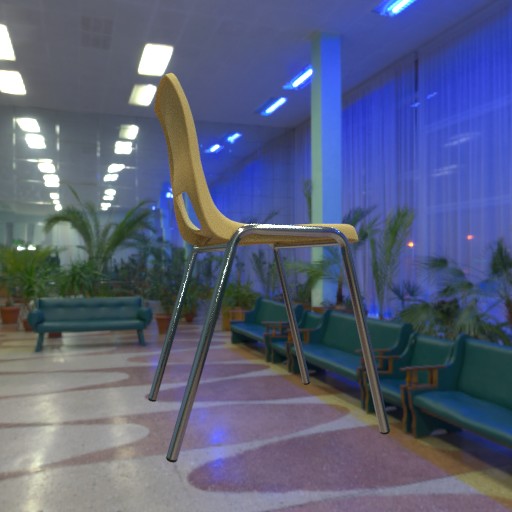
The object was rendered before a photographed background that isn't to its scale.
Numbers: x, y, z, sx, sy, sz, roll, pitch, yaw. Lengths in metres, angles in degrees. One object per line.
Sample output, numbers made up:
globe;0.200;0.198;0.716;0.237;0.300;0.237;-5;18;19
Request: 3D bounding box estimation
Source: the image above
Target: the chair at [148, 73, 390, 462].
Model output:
chair;0.000;0.000;0.983;0.436;0.704;0.381;0;0;-19
